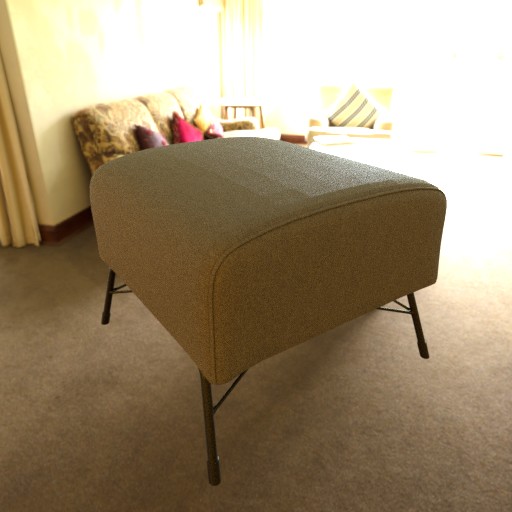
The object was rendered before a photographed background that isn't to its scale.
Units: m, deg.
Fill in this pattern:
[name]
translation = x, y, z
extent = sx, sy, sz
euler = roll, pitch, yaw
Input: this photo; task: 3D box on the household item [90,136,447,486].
[household item]
translation = 0.000, 0.000, 0.902
extent = 0.530, 0.410, 0.530
euler = -17, 31, -31
